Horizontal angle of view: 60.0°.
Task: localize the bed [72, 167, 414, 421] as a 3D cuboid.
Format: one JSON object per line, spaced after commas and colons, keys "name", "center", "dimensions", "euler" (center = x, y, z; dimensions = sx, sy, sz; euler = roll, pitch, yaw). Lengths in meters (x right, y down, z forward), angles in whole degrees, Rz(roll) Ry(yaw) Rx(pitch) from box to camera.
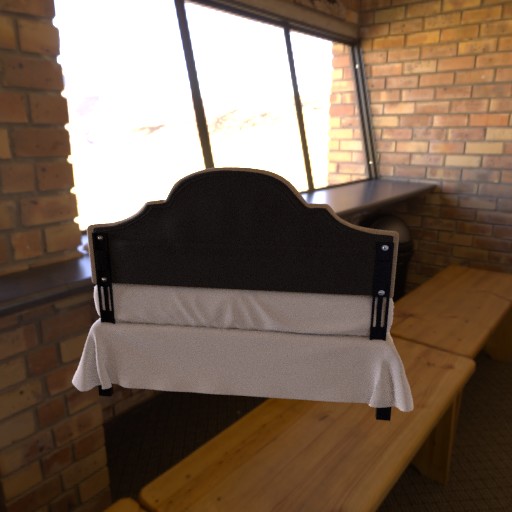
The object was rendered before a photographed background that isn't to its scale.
{"name": "bed", "center": [0.000, 0.000, 3.766], "dimensions": [2.303, 1.631, 2.222], "euler": [2, 16, 8]}
